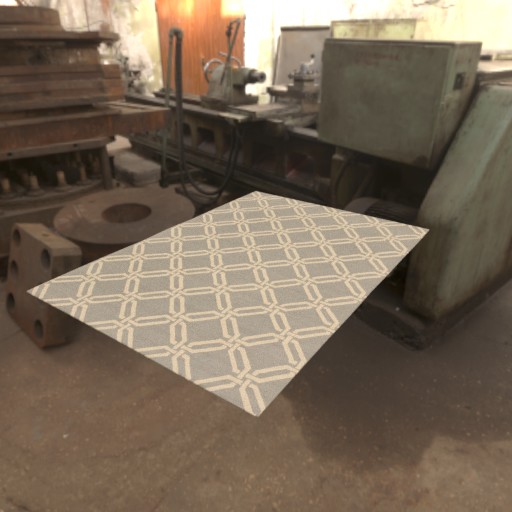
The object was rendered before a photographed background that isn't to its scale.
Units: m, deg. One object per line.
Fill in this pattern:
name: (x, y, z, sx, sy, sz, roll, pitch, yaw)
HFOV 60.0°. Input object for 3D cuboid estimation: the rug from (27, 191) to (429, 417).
rug: (0.000, 0.000, 2.764, 1.522, 0.013, 2.133, 17, 31, 31)
